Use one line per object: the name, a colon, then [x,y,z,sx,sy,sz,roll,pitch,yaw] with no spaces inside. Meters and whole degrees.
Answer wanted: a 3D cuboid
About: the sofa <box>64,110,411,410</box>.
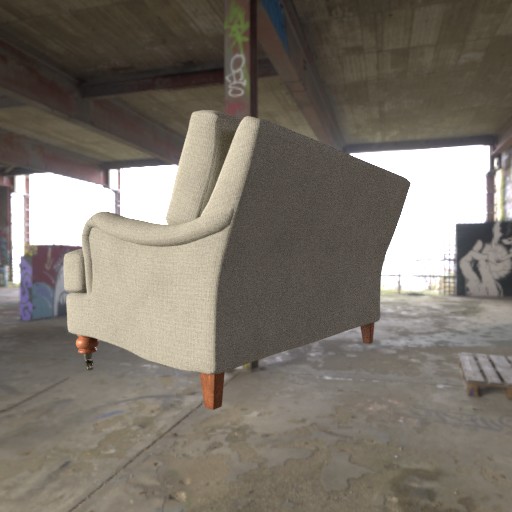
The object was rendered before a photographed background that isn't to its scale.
sofa: [0.000,0.000,2.185,1.087,0.999,1.480,0,1,37]
